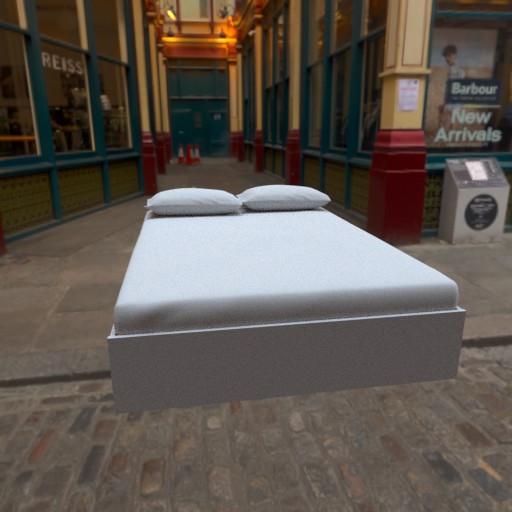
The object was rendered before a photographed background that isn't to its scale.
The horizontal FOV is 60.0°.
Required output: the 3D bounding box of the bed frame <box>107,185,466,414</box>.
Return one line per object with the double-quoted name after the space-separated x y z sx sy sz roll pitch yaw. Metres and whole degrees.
0.000 0.000 2.657 1.450 0.629 1.950 -3 17 -10 "bed frame"
